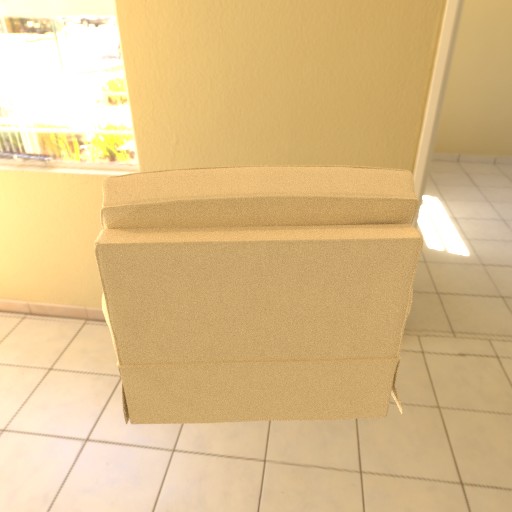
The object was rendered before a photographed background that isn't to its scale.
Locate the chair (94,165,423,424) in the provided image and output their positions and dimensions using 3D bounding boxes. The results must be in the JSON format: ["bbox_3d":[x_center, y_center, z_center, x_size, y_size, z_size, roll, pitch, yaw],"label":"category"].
[{"bbox_3d":[0.000,0.000,1.832,1.099,0.958,0.904,-1,30,-2],"label":"chair"}]
